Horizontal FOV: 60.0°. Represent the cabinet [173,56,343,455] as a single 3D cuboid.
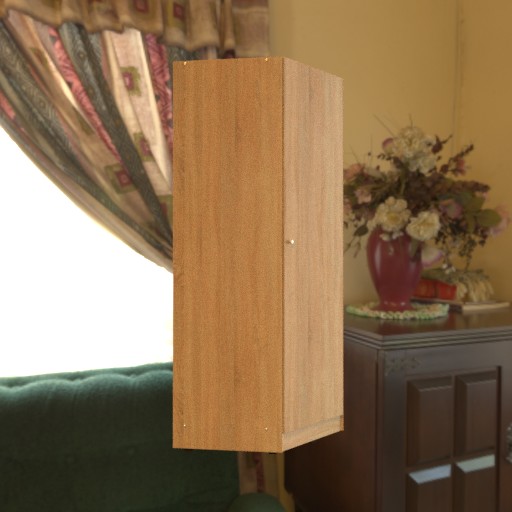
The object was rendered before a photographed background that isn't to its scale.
[{"bbox_3d":[0.000,0.000,2.915,1.327,2.120,1.094,0,0,-38],"label":"cabinet"}]
